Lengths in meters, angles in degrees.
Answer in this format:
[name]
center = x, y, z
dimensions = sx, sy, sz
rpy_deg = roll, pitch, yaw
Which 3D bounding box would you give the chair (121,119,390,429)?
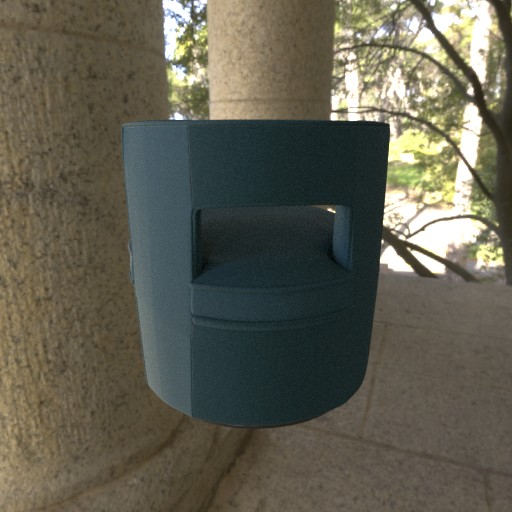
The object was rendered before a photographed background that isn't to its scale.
[chair]
center = 0.000, 0.000, 1.230
dimensions = 0.684, 0.711, 0.660
rpy_deg = -2, 16, -8
